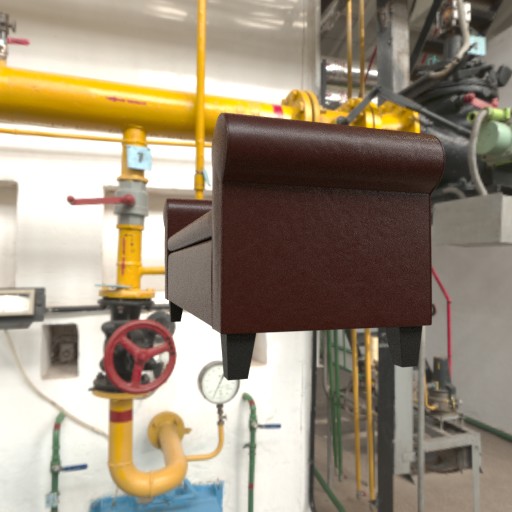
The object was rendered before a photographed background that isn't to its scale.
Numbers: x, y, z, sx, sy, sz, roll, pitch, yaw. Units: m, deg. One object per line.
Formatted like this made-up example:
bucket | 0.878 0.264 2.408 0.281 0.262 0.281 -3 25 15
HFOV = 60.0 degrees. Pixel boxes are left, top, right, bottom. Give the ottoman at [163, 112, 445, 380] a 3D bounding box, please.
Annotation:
ottoman | 0.000 0.000 1.509 0.521 0.547 1.256 1 -2 -17
